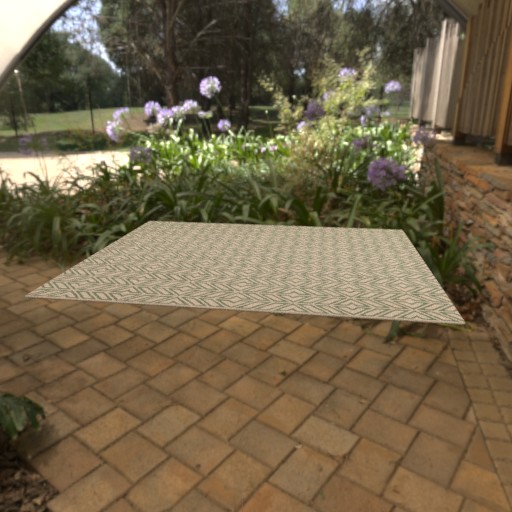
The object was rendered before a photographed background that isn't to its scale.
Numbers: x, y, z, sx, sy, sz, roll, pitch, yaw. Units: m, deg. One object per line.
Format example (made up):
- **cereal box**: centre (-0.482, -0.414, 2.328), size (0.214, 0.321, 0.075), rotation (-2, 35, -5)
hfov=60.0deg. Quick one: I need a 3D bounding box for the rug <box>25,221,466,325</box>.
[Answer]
- **rug**: centre (0.000, 0.000, 4.161), size (3.050, 0.017, 2.441), rotation (3, 18, 8)
